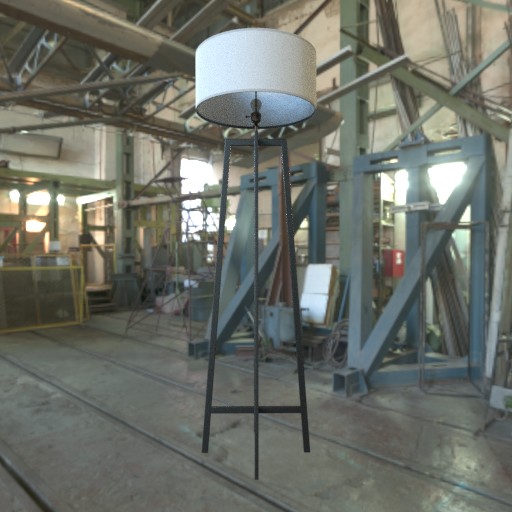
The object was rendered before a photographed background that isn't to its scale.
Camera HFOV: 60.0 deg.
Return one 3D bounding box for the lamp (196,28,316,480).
[{"bbox_3d":[0.000,0.000,1.699,0.456,1.510,0.457,0,1,-1],"label":"lamp"}]
